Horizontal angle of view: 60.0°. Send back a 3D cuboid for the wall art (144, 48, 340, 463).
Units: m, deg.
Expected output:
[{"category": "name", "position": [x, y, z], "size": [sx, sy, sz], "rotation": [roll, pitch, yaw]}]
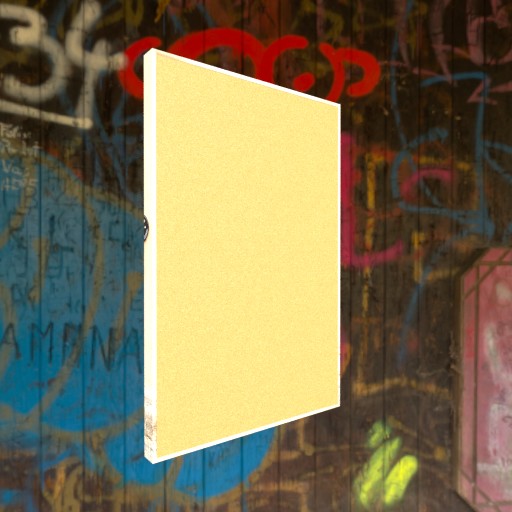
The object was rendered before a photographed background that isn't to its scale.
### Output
[{"category": "wall art", "position": [0.000, 0.000, 0.984], "size": [0.508, 0.764, 0.038], "rotation": [0, 0, -37]}]
